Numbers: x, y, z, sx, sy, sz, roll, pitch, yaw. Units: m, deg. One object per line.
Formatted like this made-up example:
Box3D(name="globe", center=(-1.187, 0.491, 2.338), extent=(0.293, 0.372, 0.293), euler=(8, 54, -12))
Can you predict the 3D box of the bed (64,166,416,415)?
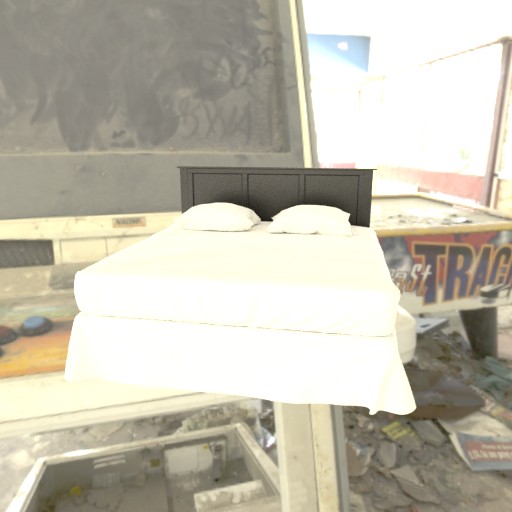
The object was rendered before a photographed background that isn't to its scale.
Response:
Box3D(name="bed", center=(0.000, 0.000, 3.545), extent=(2.315, 1.271, 2.219), euler=(3, 15, 10))
